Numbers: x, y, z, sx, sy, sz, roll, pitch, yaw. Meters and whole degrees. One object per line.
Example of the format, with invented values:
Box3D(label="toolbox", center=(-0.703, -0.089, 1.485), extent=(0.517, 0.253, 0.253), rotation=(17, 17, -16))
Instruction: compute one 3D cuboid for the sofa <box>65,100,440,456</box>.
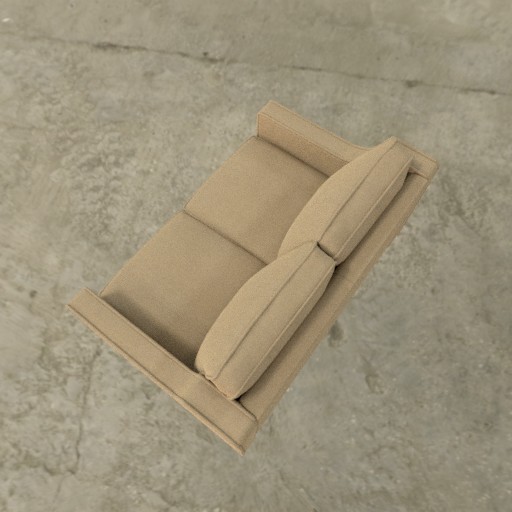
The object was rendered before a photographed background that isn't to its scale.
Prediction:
Box3D(label="sofa", center=(0.000, 0.000, 2.183), extent=(0.987, 0.971, 1.501), rotation=(34, 68, 16))
